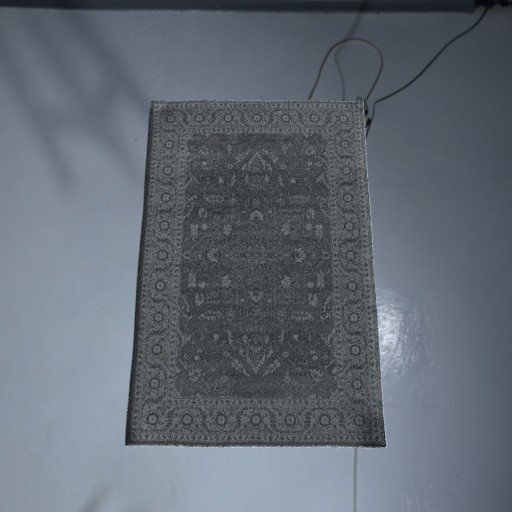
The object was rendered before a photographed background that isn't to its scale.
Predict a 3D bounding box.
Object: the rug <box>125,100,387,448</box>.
[{"bbox_3d":[0.000,0.000,2.275,1.209,0.019,1.828,0,75,0],"label":"rug"}]
